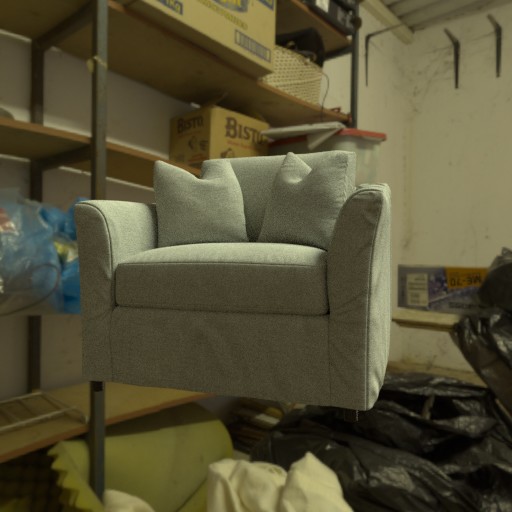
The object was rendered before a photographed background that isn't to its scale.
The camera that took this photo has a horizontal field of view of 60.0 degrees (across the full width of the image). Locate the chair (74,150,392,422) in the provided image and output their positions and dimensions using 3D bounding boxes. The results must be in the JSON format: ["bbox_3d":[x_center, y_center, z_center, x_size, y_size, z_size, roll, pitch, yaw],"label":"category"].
[{"bbox_3d":[0.000,0.000,2.062,1.194,1.059,1.071,0,1,18],"label":"chair"}]
